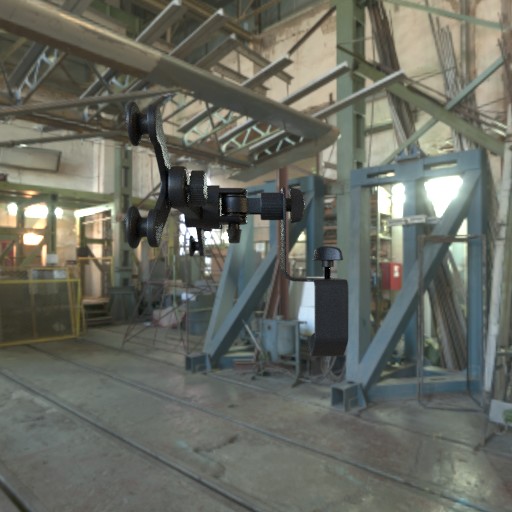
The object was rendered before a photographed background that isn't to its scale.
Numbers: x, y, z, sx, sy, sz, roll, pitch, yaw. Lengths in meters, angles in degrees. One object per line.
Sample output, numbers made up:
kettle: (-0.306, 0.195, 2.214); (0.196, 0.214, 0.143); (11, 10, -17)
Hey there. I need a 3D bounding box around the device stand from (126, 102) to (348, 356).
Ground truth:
device stand: (0.000, 0.000, 0.370); (0.142, 0.166, 0.270); (0, -1, -1)
